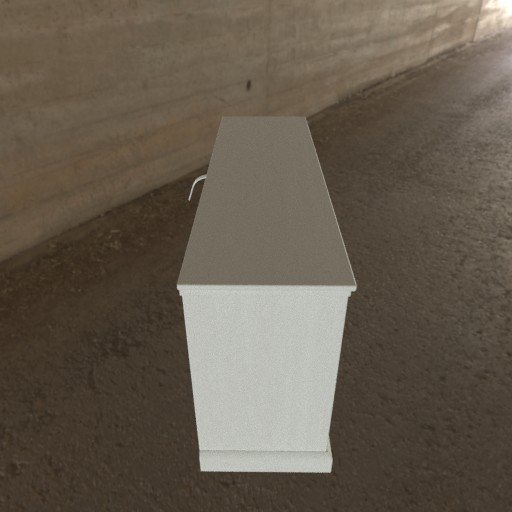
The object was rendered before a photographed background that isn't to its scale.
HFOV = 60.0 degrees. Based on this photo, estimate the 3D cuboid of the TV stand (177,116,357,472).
[{"bbox_3d":[0.000,0.000,1.515,0.424,0.624,1.187,0,33,0],"label":"TV stand"}]
